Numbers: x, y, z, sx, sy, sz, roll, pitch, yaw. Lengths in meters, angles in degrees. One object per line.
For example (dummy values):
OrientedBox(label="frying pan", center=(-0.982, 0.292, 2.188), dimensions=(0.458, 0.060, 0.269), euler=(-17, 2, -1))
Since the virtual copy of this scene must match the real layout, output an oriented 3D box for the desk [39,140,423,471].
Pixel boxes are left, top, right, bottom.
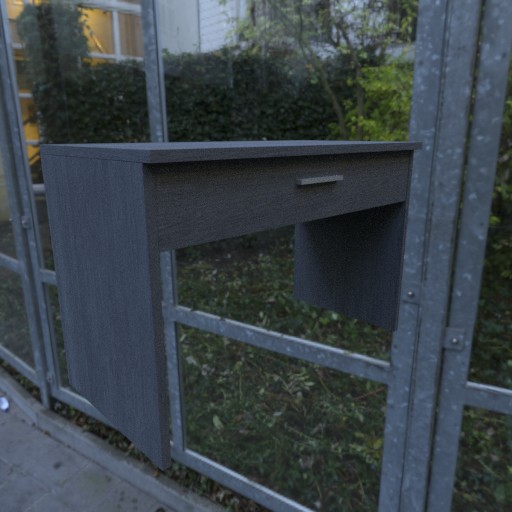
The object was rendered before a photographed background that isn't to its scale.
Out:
OrientedBox(label="desk", center=(0.000, 0.000, 1.478), dimensions=(1.099, 0.729, 0.557), euler=(-15, 21, -43))
